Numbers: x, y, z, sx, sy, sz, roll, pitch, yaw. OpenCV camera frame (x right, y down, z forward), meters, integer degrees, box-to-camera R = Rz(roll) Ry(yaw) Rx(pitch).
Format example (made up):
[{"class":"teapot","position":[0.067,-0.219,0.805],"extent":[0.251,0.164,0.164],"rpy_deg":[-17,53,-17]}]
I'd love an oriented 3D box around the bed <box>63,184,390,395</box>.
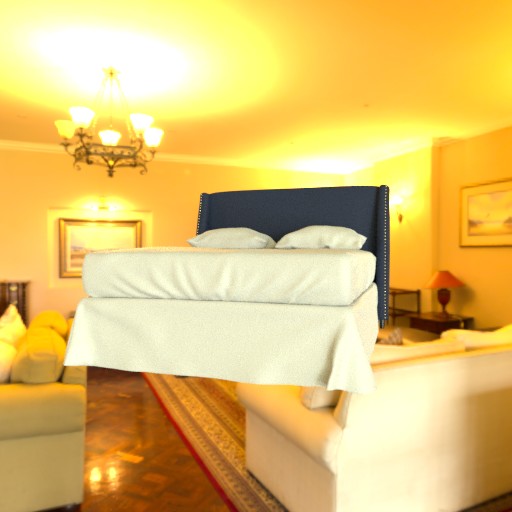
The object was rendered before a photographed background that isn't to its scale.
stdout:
[{"class":"bed","position":[0.000,0.000,3.421],"extent":[1.925,1.332,2.276],"rpy_deg":[0,1,18]}]
